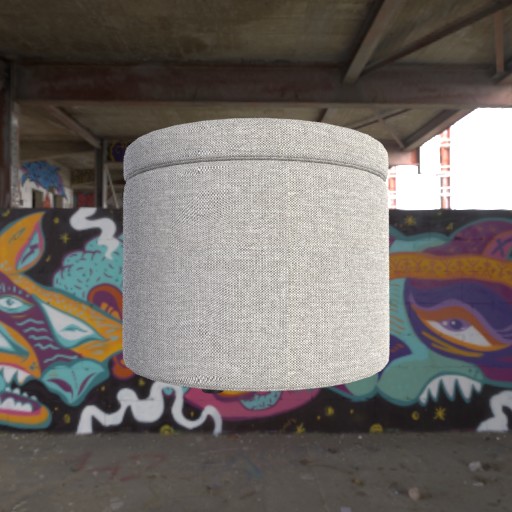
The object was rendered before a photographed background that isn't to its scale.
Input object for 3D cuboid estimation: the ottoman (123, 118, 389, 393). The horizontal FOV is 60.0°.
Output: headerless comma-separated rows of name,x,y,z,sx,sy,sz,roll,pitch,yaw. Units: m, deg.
ottoman,0.000,0.000,0.870,0.500,0.419,0.500,0,-1,0
